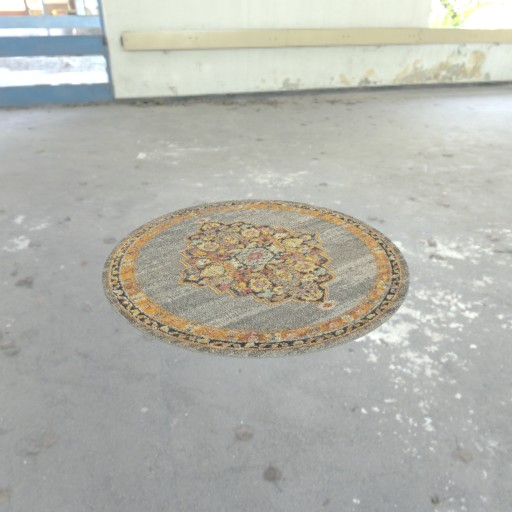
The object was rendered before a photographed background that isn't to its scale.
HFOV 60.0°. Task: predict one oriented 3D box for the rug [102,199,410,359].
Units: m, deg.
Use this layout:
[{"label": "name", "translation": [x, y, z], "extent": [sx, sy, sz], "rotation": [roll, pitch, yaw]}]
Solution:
[{"label": "rug", "translation": [0.000, 0.000, 3.576], "extent": [2.382, 0.014, 2.382], "rotation": [0, 29, 0]}]
